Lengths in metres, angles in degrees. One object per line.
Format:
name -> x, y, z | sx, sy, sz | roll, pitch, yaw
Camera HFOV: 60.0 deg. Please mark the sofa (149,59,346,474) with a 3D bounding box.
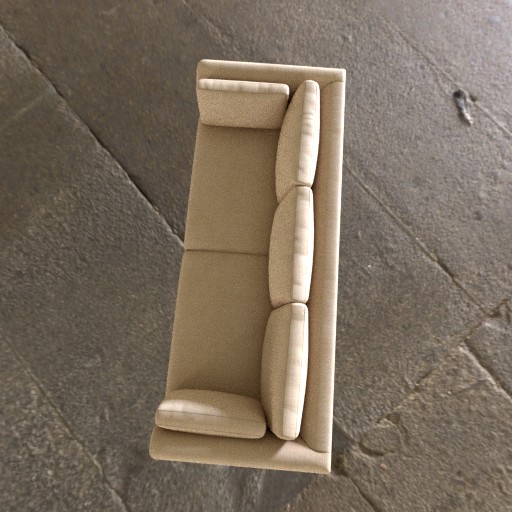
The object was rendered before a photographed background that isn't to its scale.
sofa -> 0.000, 0.000, 2.891 | 0.969, 0.867, 2.415 | 4, 77, 1
